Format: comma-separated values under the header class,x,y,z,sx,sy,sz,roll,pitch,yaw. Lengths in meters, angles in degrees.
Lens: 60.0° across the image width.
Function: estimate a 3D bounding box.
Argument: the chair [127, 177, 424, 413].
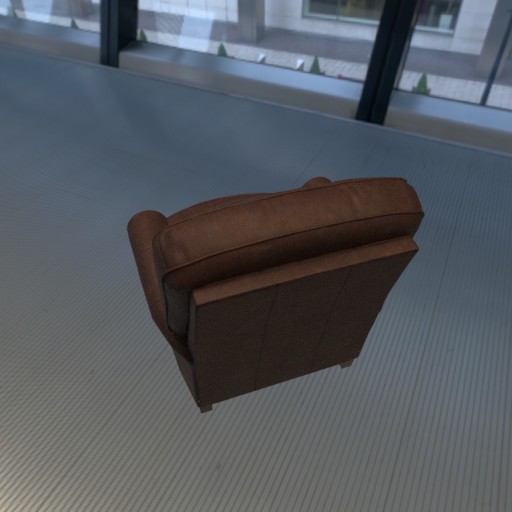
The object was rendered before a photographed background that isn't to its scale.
class,x,y,z,sx,sy,sz,roll,pitch,yaw
chair,0.000,0.000,1.790,0.936,1.018,0.986,-13,43,-14
